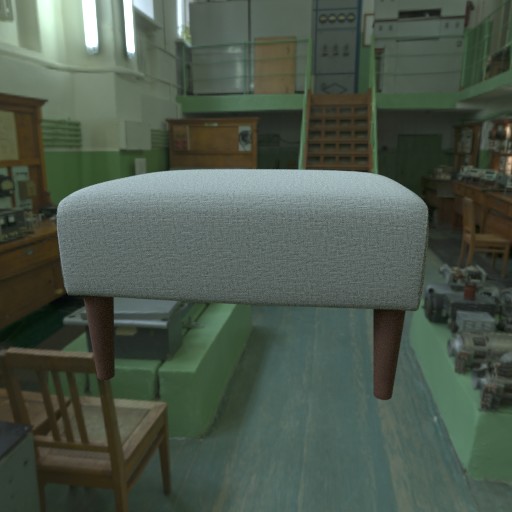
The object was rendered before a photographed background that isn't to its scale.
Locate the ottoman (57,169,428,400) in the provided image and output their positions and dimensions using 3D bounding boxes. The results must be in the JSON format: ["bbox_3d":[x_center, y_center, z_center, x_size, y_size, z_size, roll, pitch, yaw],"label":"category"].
[{"bbox_3d":[0.000,0.000,1.074,0.650,0.398,0.649,2,14,7],"label":"ottoman"}]
